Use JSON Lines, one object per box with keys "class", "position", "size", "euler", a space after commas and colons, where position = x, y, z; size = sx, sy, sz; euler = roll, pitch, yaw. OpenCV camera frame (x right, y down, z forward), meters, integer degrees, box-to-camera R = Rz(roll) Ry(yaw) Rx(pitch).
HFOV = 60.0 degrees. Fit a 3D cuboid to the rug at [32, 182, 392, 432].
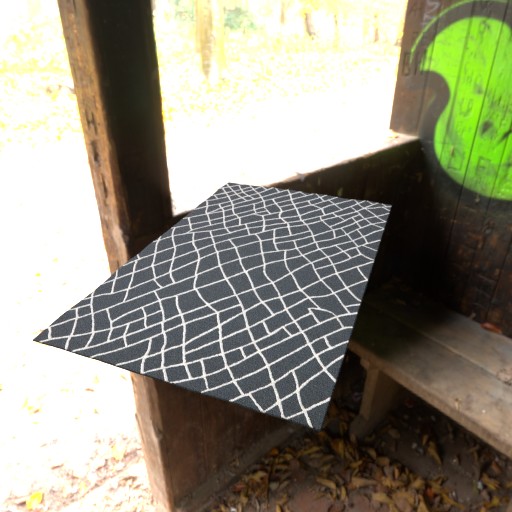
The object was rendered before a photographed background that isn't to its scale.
{"class": "rug", "position": [0.000, 0.000, 3.024], "size": [1.529, 0.017, 2.448], "euler": [11, 32, 18]}
